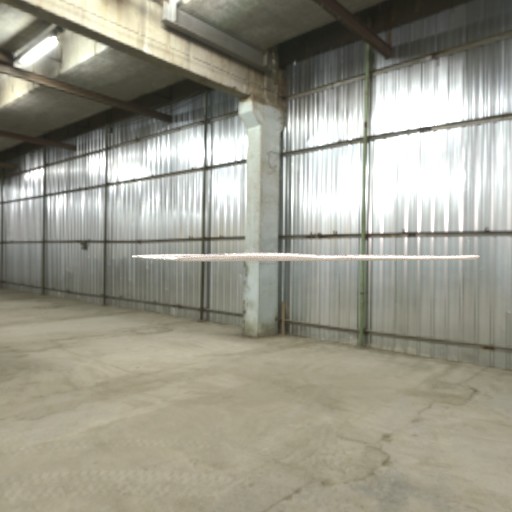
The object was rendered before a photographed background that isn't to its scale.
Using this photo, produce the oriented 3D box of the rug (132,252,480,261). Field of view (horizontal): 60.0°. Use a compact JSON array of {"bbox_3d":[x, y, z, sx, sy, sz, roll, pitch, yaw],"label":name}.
[{"bbox_3d":[0.000,0.000,3.136,1.537,0.036,2.447,0,0,-20],"label":"rug"}]
